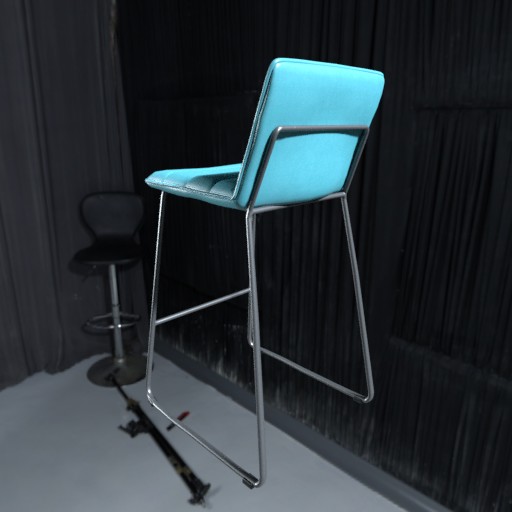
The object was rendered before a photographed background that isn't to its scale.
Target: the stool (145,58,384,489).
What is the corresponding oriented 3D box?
[{"bbox_3d":[0.000,0.000,1.218,0.489,0.936,0.524,-16,23,-42],"label":"stool"}]
